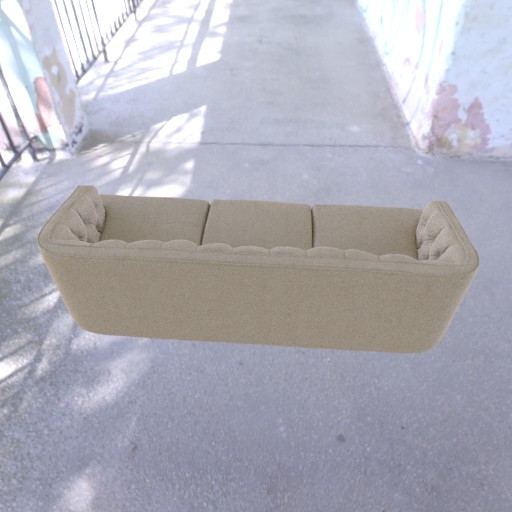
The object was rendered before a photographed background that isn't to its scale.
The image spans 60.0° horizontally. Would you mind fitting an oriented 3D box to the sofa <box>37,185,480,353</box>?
[{"bbox_3d":[0.000,0.000,2.662,2.235,0.788,0.913,3,45,3],"label":"sofa"}]
